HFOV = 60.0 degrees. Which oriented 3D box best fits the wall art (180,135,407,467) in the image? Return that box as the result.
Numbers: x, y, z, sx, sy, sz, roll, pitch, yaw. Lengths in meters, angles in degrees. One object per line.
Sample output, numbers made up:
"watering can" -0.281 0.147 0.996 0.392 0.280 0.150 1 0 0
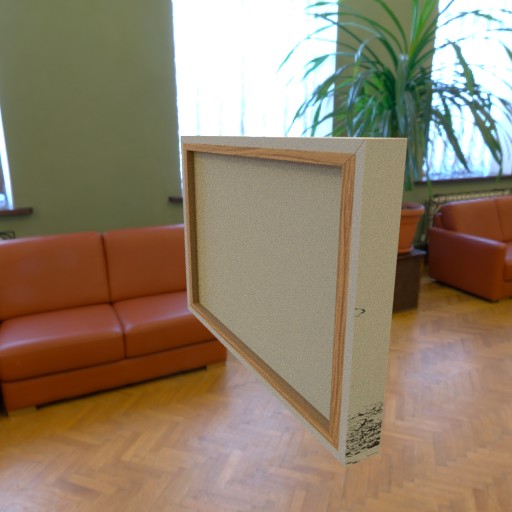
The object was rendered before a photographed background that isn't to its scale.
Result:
"wall art" 0.000 0.000 0.496 0.038 0.259 0.381 -8 18 -27
